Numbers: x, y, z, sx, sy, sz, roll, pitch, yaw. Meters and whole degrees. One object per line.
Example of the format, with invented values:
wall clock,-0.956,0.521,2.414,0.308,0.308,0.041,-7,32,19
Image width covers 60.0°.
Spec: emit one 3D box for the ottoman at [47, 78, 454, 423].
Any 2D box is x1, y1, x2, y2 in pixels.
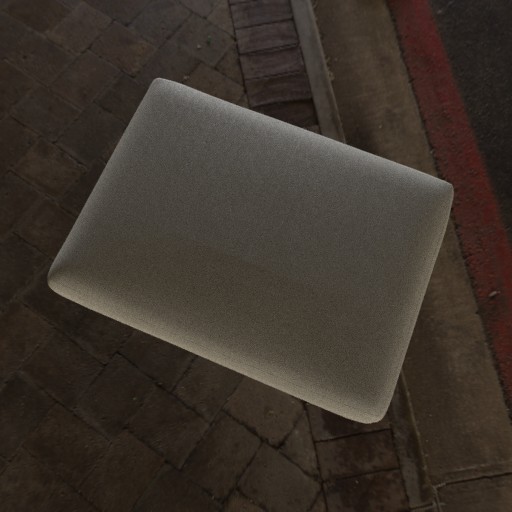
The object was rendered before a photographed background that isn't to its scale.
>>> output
ottoman,0.000,0.000,1.154,0.773,0.504,0.569,22,77,5
